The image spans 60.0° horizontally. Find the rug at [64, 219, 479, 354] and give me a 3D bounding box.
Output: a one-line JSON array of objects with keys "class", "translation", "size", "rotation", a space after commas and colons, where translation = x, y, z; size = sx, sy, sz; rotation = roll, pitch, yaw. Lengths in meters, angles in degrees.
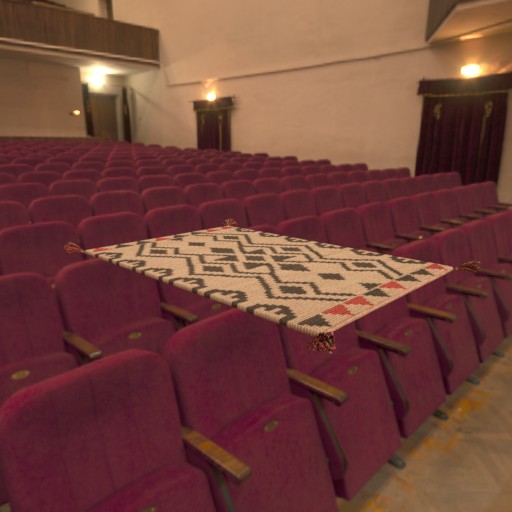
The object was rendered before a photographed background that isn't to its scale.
[{"class": "rug", "translation": [0.000, 0.000, 2.600], "size": [2.069, 0.067, 1.444], "rotation": [13, 19, 43]}]
